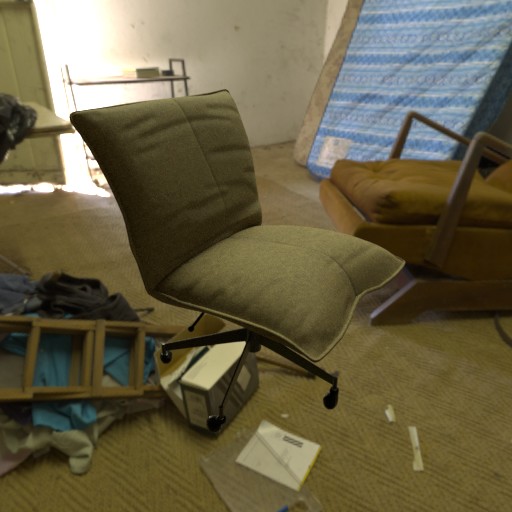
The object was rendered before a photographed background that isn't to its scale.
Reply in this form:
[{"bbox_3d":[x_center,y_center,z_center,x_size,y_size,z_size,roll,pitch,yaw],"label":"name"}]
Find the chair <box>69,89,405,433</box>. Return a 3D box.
[{"bbox_3d":[0.000,0.000,1.253,0.696,0.811,0.597,18,31,32],"label":"chair"}]
